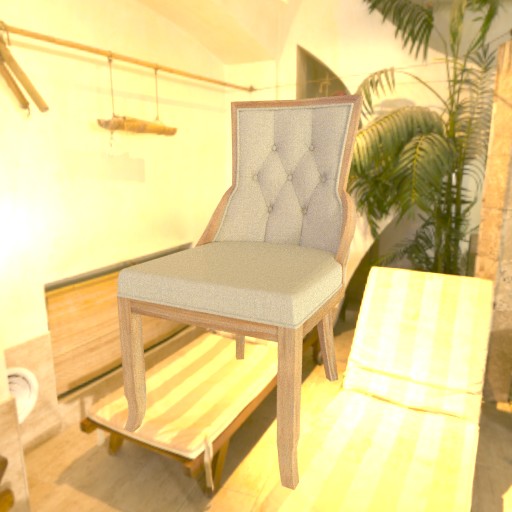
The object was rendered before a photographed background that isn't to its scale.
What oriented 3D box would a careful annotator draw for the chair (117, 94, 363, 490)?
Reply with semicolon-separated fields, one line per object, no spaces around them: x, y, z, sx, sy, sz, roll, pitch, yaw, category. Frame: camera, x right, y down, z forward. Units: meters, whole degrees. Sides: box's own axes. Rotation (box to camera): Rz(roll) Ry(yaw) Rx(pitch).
0.000;0.000;1.325;0.524;0.947;0.641;6;15;26;chair
